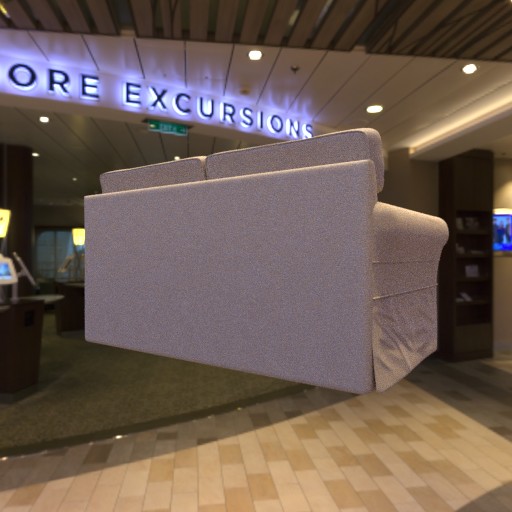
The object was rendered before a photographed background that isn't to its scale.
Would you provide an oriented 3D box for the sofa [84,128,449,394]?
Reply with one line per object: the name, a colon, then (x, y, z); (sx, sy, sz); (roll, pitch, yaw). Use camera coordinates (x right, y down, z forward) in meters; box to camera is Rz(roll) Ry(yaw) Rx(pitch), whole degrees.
sofa: (0.000, 0.000, 2.350); (1.727, 0.940, 0.991); (0, 0, 36)
